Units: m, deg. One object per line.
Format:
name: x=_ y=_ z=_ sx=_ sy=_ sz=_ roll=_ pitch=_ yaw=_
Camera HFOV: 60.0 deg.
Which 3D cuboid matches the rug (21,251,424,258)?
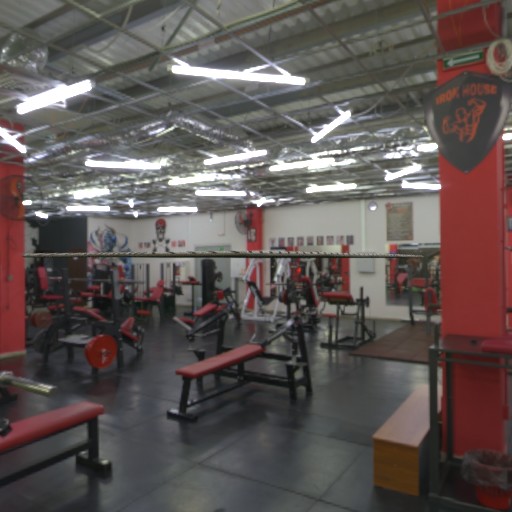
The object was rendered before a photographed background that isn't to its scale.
rug: x=0.000 y=0.000 z=2.334 sx=1.237 sy=0.019 sz=1.842 roll=0 pitch=-1 yaw=35
